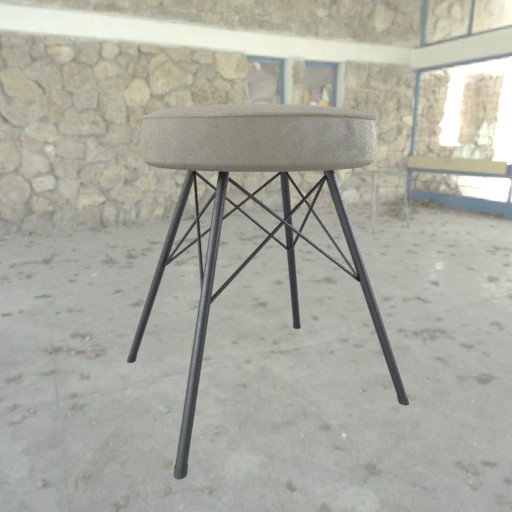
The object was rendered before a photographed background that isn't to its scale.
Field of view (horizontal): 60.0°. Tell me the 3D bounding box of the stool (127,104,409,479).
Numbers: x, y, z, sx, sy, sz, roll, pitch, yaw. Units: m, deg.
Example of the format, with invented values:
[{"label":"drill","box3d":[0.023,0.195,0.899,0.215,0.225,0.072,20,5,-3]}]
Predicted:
[{"label":"stool","box3d":[0.000,0.000,0.858,0.457,0.538,0.423,-7,16,-25]}]
